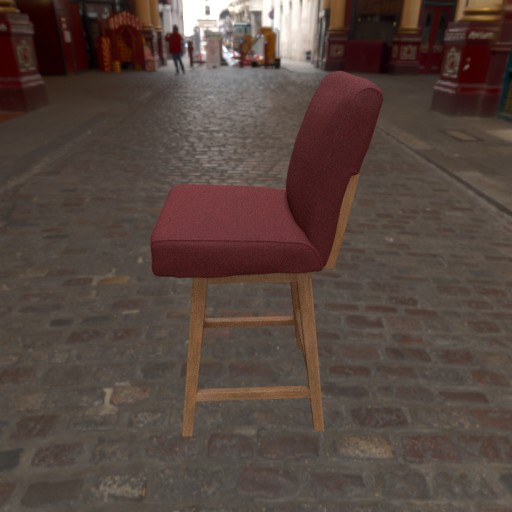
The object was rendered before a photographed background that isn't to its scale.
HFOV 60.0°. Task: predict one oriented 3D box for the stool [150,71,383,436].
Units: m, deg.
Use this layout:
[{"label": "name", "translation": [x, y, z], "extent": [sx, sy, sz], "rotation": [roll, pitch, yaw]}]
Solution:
[{"label": "stool", "translation": [0.000, 0.000, 1.369], "extent": [0.562, 1.038, 0.468], "rotation": [-1, 27, -2]}]
